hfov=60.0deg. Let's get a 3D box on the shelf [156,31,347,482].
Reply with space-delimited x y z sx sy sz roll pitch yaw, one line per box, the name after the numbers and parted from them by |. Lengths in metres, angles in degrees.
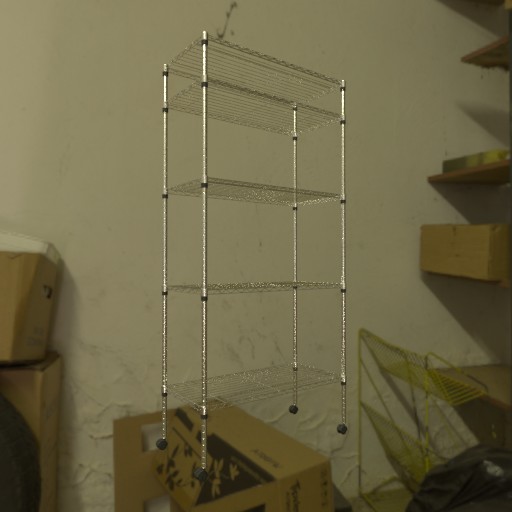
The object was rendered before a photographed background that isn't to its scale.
0.000 0.000 1.913 0.762 1.587 0.356 1 -1 -36 | shelf
